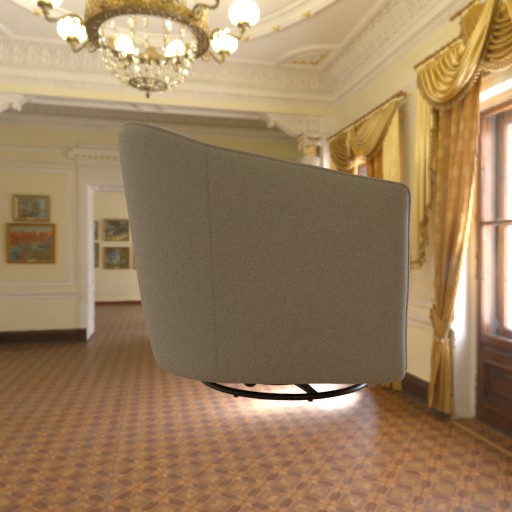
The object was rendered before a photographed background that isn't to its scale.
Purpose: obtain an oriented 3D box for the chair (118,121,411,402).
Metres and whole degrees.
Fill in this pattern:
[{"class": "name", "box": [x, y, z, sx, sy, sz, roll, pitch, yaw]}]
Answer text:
[{"class": "chair", "box": [0.000, 0.000, 1.491, 0.875, 0.799, 0.747, 0, 0, 0]}]
